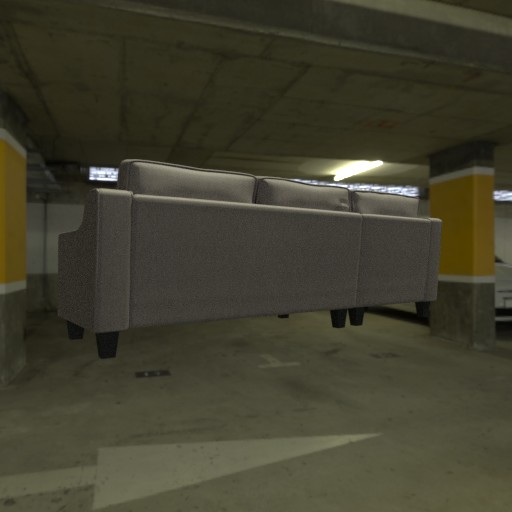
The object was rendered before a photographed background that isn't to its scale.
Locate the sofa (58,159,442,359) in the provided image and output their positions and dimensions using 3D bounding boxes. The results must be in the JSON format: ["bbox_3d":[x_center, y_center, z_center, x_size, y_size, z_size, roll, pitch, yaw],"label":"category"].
[{"bbox_3d":[0.000,0.000,3.129,2.561,0.928,1.294,0,0,-35],"label":"sofa"}]
